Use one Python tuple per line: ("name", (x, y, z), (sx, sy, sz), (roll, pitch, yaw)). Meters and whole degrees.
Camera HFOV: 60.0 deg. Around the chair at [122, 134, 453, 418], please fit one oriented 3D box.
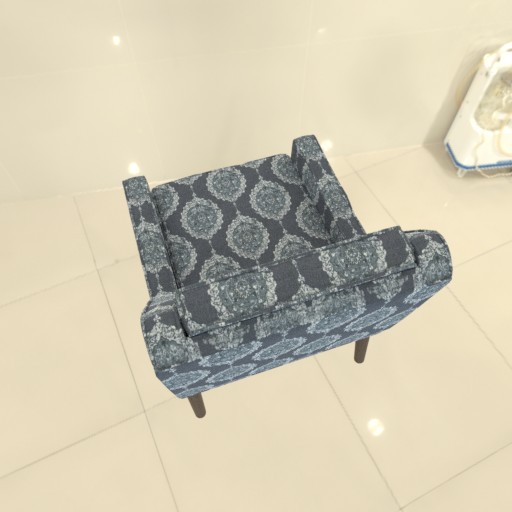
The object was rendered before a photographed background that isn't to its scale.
("chair", (0.000, 0.000, 1.336), (0.663, 0.792, 0.743), (-16, 60, -10))
